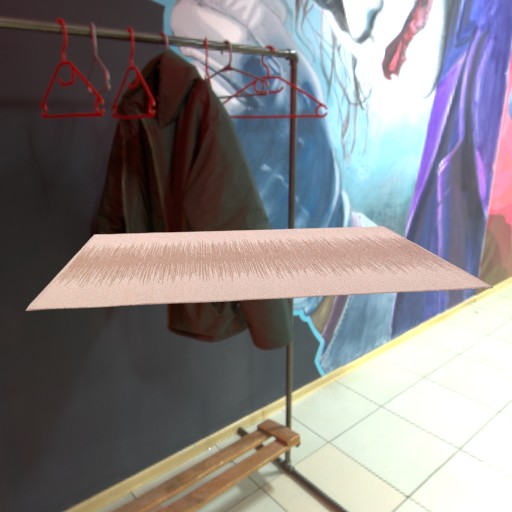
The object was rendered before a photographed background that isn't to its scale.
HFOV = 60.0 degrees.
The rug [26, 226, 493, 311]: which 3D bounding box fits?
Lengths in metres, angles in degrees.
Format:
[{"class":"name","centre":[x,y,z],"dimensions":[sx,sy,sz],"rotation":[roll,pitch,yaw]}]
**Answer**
[{"class":"rug","centre":[0.000,0.000,3.006],"dimensions":[2.440,0.012,1.522],"rotation":[-2,17,-7]}]
